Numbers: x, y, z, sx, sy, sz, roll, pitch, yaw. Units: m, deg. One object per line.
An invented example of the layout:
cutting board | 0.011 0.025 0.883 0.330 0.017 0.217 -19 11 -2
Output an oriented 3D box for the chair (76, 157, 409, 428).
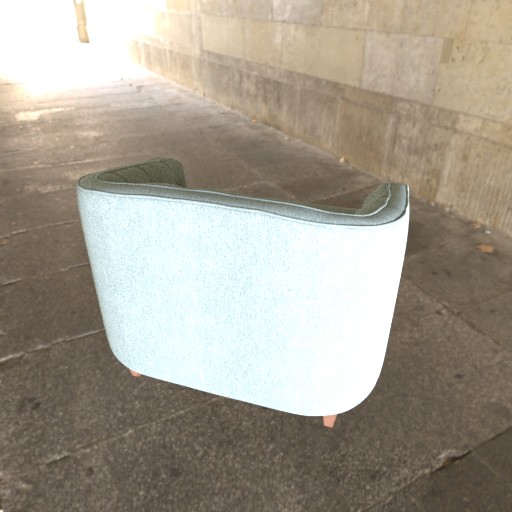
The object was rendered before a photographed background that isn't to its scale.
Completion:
chair | 0.000 0.000 1.765 1.094 0.852 0.945 9 32 15
